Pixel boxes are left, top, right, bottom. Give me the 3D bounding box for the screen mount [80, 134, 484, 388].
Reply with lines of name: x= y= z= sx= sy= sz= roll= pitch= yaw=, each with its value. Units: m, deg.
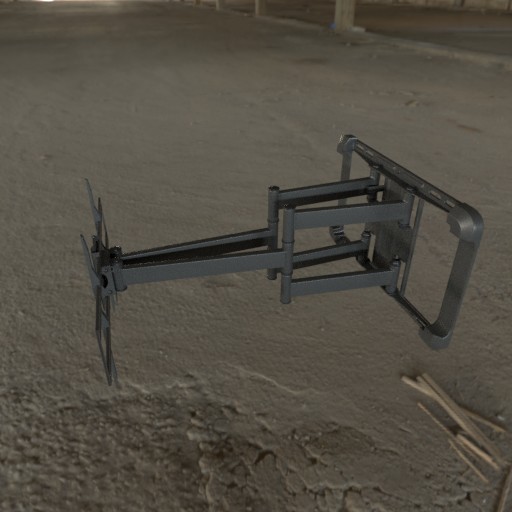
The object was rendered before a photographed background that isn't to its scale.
screen mount: x=0.000 y=0.000 z=1.336 sx=0.905 sy=0.483 sz=0.725 roll=-9 pitch=33 yaw=-14
